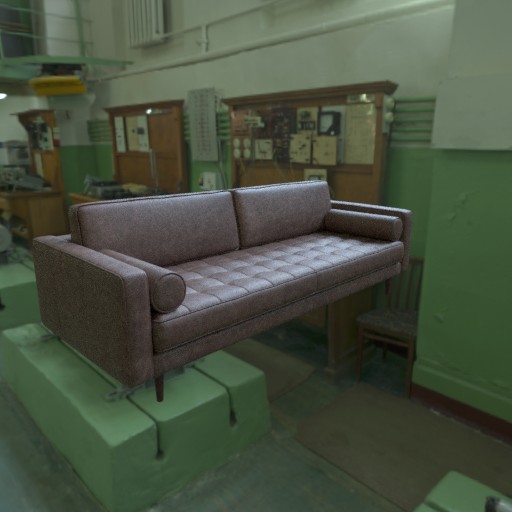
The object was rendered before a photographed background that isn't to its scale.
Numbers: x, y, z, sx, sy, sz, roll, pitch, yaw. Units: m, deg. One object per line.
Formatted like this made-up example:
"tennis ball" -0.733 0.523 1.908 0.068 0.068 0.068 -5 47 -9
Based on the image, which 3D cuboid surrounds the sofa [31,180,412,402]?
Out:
"sofa" 0.000 0.000 2.629 0.914 0.762 2.210 14 20 43
